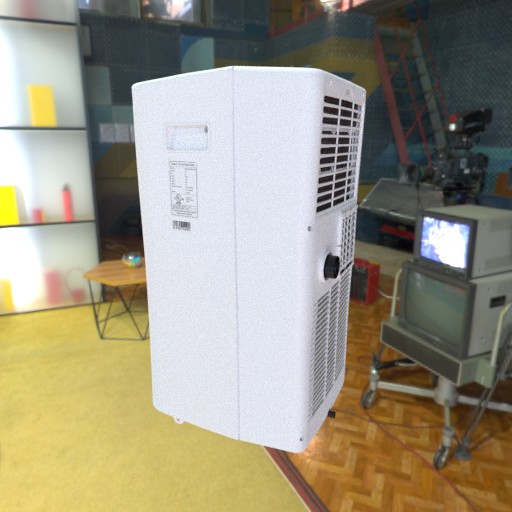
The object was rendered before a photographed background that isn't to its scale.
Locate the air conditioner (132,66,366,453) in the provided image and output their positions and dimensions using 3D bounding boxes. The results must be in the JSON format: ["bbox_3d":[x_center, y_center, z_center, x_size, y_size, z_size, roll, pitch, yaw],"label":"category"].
[{"bbox_3d":[0.000,0.000,0.815,0.349,0.606,0.304,7,16,25],"label":"air conditioner"}]
